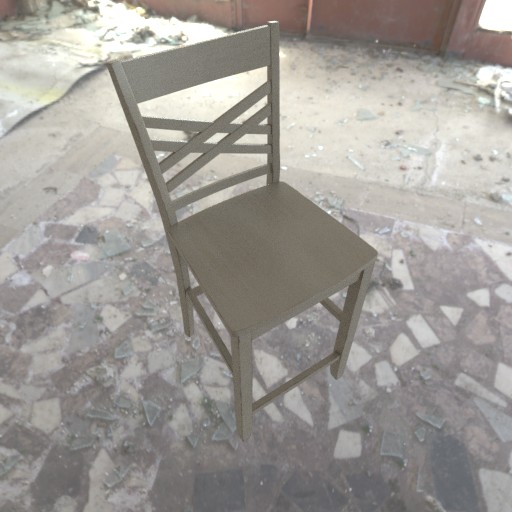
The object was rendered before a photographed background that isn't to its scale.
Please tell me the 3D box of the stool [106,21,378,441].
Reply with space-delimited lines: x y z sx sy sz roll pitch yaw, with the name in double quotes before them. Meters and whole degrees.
"stool" 0.000 0.000 1.313 0.462 1.079 0.539 -26 52 -22
